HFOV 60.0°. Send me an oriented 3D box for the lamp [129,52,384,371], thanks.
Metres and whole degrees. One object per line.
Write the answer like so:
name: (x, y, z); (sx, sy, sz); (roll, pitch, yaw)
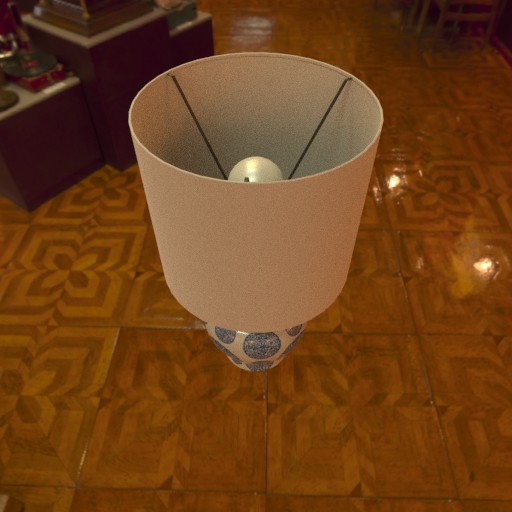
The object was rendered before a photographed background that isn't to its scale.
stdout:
lamp: (0.000, 0.000, 0.520); (0.215, 0.381, 0.215); (3, 47, 3)
